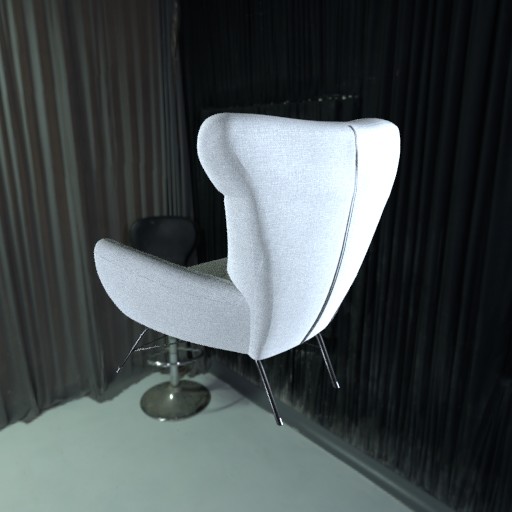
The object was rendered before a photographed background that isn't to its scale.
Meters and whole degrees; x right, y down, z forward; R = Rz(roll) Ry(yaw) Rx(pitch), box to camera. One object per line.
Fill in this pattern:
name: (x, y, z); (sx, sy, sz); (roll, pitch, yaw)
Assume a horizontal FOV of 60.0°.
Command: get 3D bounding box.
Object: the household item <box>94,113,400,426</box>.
household item: (0.000, 0.000, 1.763); (0.900, 1.050, 0.980); (15, 22, 42)
